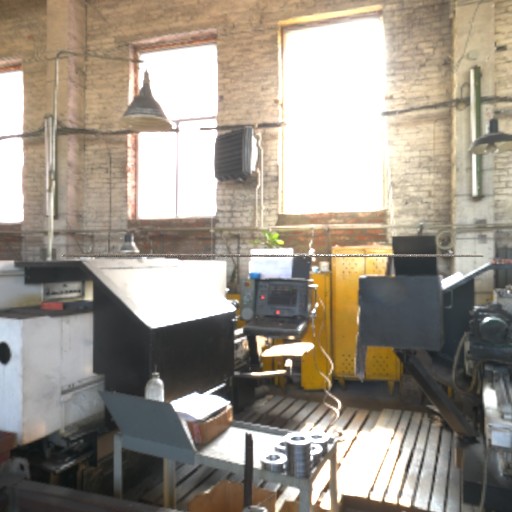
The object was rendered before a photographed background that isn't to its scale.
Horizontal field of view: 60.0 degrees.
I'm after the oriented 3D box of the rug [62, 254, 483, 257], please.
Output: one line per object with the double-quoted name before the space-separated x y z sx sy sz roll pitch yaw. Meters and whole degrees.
"rug" 0.000 0.000 2.949 2.214 0.013 1.609 0 0 -18
